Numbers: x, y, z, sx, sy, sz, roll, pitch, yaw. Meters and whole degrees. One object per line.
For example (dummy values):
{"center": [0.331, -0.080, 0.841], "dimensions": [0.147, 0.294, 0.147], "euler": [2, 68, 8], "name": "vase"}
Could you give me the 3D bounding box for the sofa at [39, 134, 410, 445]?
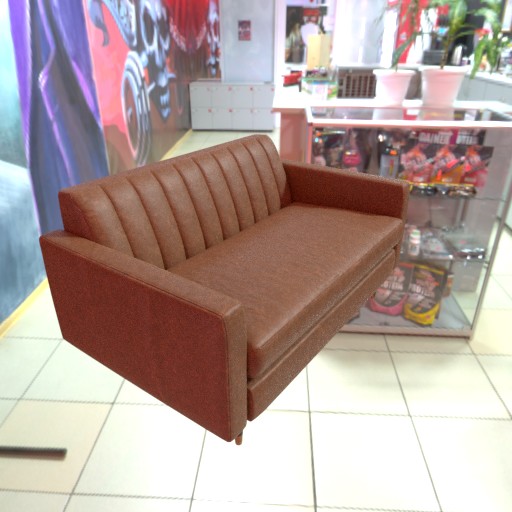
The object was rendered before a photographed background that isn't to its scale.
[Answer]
{"center": [0.000, 0.000, 2.085], "dimensions": [0.960, 0.820, 1.549], "euler": [18, 32, 32], "name": "sofa"}
